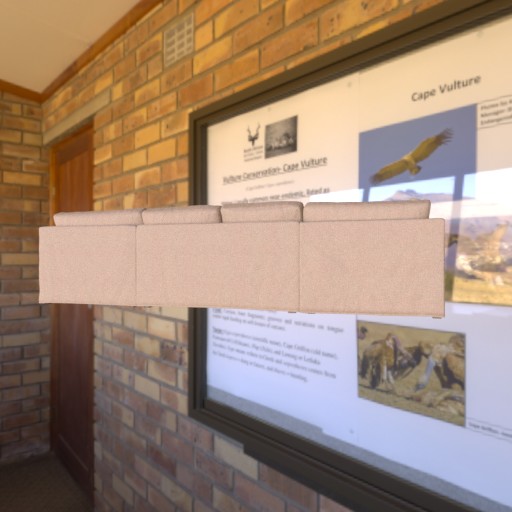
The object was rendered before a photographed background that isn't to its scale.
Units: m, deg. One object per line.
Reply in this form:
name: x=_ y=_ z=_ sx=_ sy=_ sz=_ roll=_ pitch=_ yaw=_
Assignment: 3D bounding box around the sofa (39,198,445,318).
sofa: x=0.000 y=0.000 z=4.687 sx=3.460 sy=0.882 sz=2.427 roll=0 pitch=0 yaw=17
